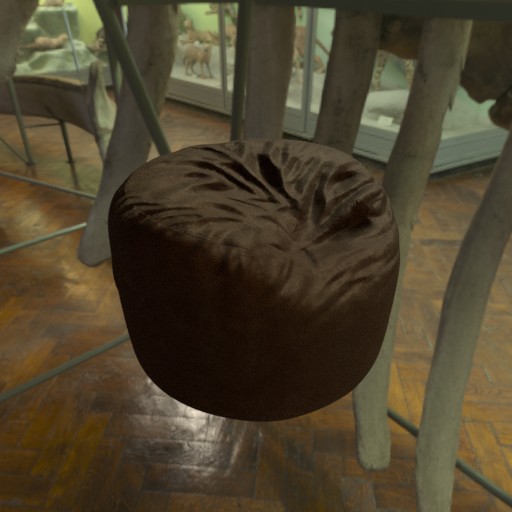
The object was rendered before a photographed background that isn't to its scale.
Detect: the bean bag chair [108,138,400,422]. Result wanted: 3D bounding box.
[{"bbox_3d":[0.000,0.000,1.483,0.918,0.616,0.918,0,32,0],"label":"bean bag chair"}]
